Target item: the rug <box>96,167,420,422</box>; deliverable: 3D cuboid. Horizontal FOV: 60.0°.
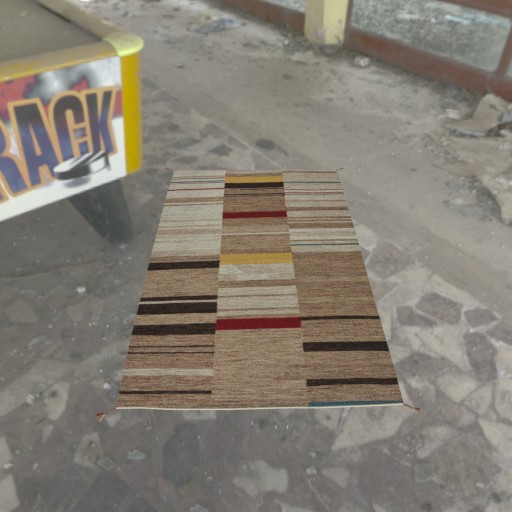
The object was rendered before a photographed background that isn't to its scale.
[{"bbox_3d":[0.000,0.000,2.419,1.268,0.007,1.918,0,41,0],"label":"rug"}]
